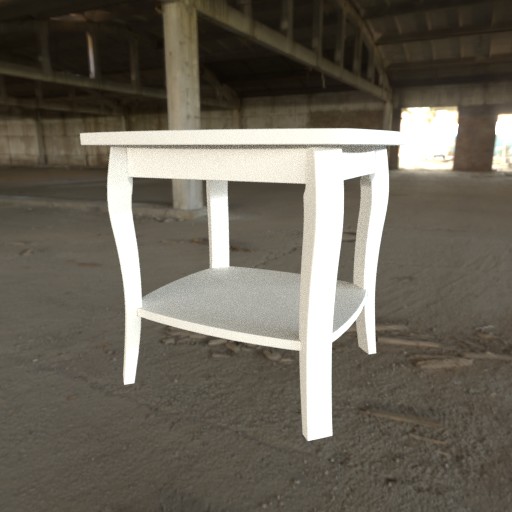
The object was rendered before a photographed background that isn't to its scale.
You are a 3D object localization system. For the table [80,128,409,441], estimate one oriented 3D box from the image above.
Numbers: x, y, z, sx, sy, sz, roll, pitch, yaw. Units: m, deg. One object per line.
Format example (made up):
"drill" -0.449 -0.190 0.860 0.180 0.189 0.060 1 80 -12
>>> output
"table" 0.000 0.000 0.826 0.502 0.438 0.451 7 15 26
